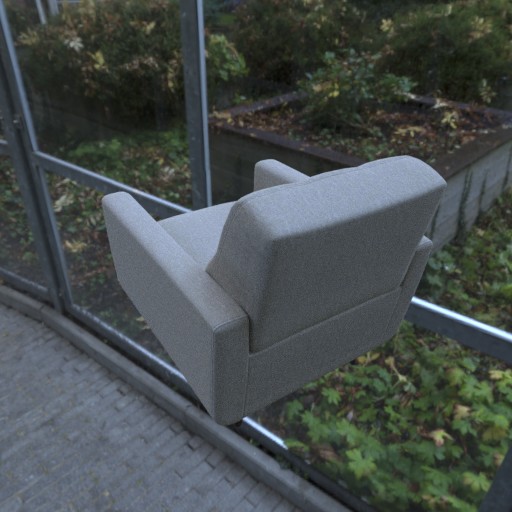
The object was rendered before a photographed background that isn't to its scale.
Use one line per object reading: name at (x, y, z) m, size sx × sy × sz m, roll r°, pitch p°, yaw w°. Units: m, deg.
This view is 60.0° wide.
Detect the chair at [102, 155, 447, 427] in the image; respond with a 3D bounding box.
chair at (0.000, 0.000, 1.790) m, size 0.897 × 0.965 × 1.128 m, roll -19°, pitch 36°, yaw -28°
